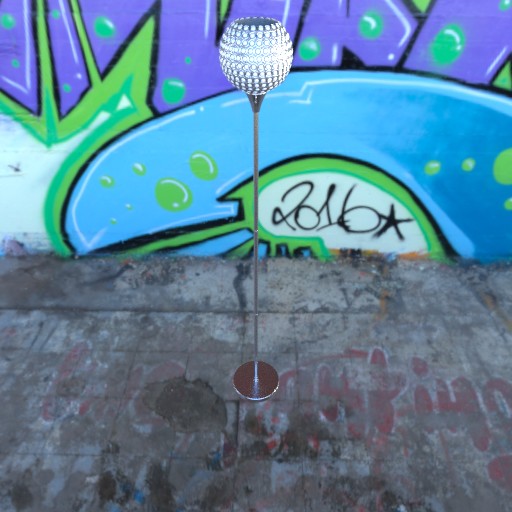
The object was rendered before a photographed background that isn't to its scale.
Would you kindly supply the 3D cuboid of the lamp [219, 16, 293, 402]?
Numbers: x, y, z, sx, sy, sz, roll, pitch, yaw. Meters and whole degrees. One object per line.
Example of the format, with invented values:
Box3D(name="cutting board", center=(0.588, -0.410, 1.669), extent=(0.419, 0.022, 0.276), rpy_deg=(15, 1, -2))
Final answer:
Box3D(name="lamp", center=(0.000, 0.000, 1.889), extent=(0.254, 1.805, 0.254), rpy_deg=(0, 39, 0))
